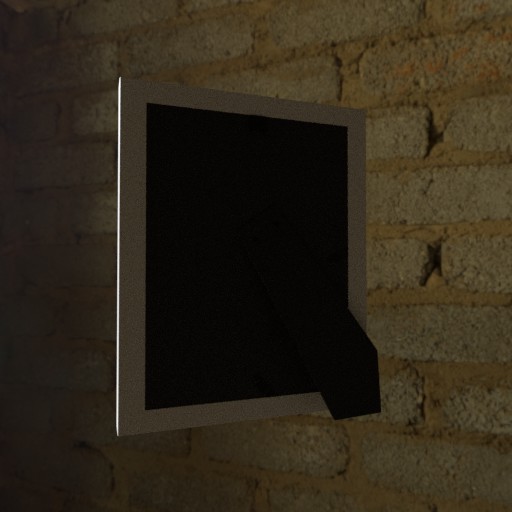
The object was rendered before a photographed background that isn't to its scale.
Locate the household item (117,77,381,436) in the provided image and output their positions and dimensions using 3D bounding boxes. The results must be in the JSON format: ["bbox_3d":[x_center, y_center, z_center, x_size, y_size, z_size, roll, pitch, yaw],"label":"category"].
[{"bbox_3d":[0.000,0.000,0.338,0.200,0.250,0.045,0,-1,-19],"label":"household item"}]
